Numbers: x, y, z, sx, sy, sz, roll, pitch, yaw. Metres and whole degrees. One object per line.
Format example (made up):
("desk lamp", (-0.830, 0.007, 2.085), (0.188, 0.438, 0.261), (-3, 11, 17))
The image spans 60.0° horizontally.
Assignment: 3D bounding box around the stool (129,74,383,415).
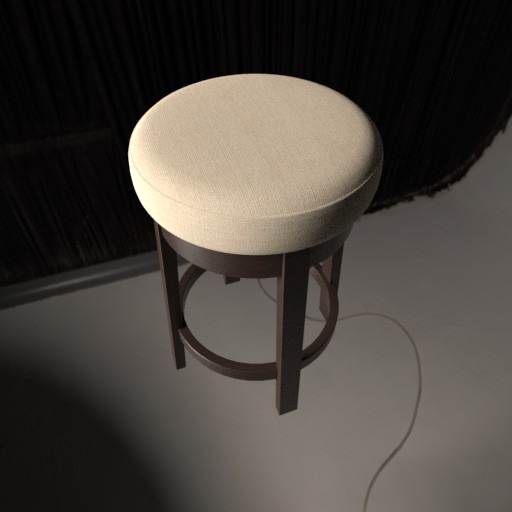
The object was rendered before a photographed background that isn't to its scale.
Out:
("stool", (0.000, 0.000, 0.964), (0.449, 0.655, 0.449), (0, 47, 0))
